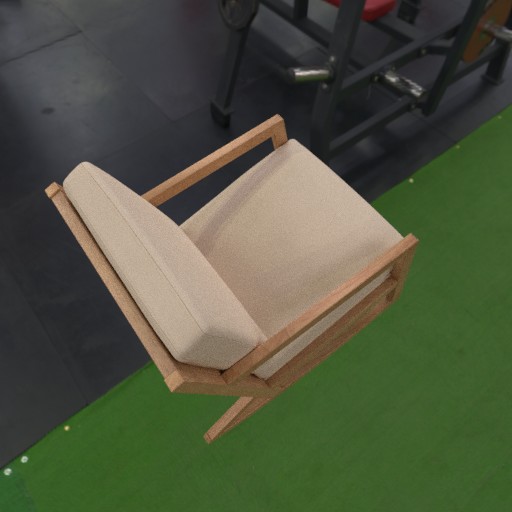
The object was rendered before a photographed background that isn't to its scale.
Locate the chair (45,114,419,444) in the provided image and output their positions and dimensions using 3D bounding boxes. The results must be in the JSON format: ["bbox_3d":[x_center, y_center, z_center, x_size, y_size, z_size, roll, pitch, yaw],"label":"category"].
[{"bbox_3d":[0.000,0.000,1.382,0.857,0.790,0.622,-32,64,-18],"label":"chair"}]
